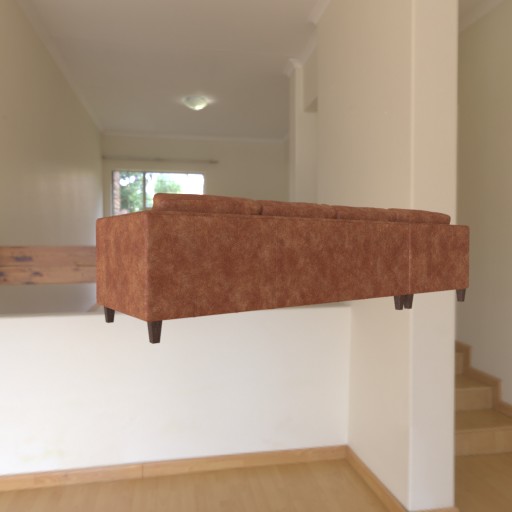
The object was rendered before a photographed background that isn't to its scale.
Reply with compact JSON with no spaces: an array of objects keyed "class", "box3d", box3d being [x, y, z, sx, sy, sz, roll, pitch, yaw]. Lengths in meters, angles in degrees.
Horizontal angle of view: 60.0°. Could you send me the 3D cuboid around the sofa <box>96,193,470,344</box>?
[{"class":"sofa","box3d":[0.000,0.000,4.191,3.150,0.838,2.438,-1,2,-36]}]
